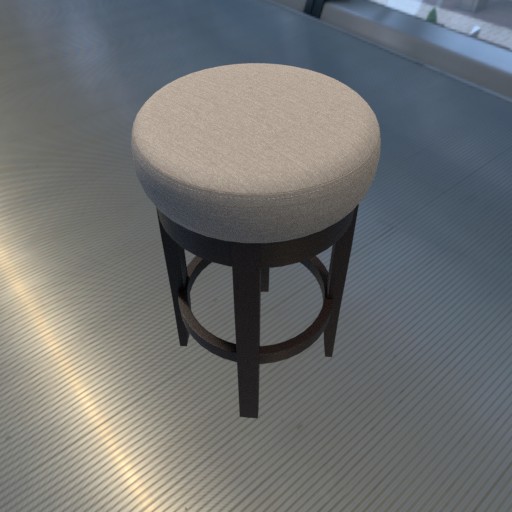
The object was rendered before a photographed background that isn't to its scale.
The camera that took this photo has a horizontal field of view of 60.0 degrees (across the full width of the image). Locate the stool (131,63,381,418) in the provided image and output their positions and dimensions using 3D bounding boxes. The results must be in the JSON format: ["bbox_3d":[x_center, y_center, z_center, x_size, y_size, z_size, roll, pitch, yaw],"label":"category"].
[{"bbox_3d":[0.000,0.000,1.028,0.443,0.757,0.443,0,46,0],"label":"stool"}]
